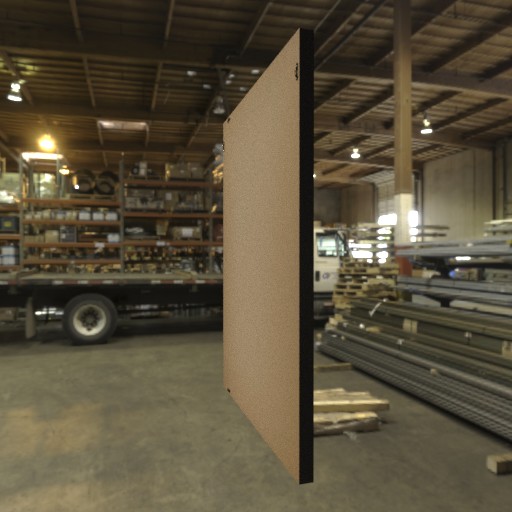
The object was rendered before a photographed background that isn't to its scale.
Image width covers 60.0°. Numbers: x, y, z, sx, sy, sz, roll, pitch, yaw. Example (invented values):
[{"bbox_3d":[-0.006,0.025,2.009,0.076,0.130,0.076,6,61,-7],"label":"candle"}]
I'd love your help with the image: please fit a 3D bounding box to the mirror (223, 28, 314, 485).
[{"bbox_3d":[0.000,0.000,1.354,0.040,1.016,0.762,0,0,-17],"label":"mirror"}]
